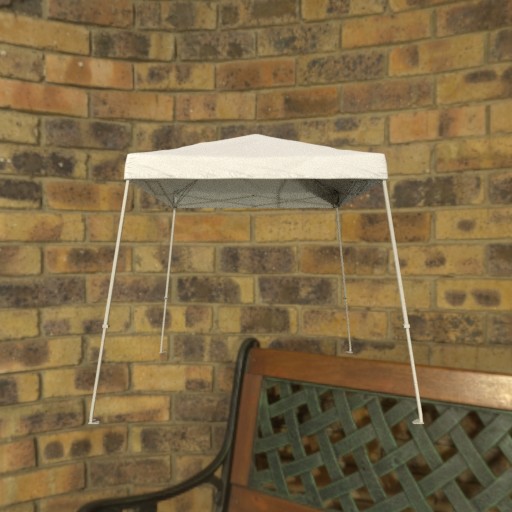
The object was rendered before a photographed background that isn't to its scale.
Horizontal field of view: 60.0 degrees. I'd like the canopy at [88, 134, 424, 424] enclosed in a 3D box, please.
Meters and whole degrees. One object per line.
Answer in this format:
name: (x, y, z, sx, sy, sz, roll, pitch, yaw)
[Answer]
canopy: (0.000, 0.000, 6.548, 3.599, 3.600, 3.600, 0, 0, 0)
